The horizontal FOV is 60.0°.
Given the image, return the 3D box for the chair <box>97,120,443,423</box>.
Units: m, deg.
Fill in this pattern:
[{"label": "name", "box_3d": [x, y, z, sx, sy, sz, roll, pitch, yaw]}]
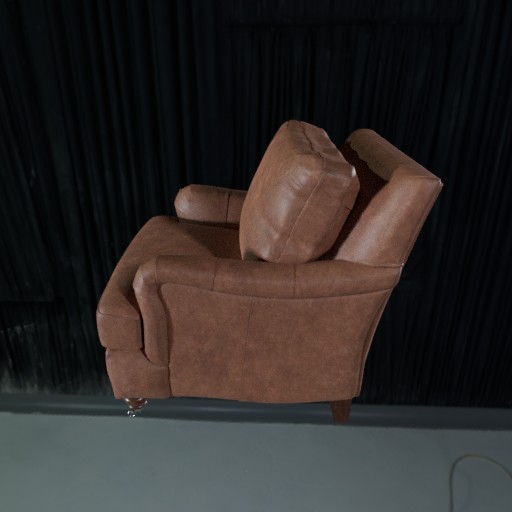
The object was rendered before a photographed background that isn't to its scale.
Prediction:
[{"label": "chair", "box_3d": [0.000, 0.000, 1.934, 1.158, 1.055, 0.986, 0, 25, 0]}]
